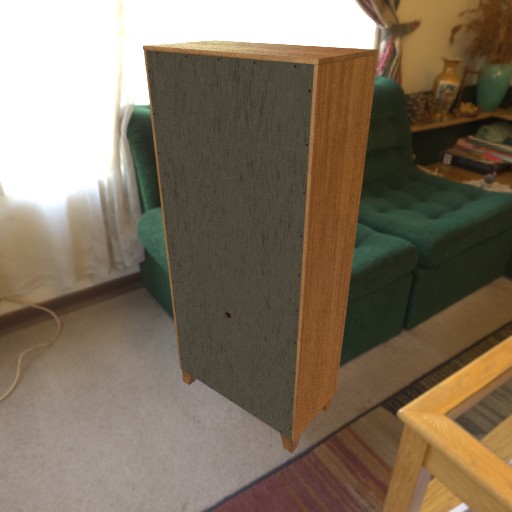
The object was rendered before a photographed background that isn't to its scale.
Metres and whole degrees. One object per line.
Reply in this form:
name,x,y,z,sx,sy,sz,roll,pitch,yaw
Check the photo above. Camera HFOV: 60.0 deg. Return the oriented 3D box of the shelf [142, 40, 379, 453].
shelf,0.000,0.000,2.259,0.864,1.930,0.453,21,36,33
